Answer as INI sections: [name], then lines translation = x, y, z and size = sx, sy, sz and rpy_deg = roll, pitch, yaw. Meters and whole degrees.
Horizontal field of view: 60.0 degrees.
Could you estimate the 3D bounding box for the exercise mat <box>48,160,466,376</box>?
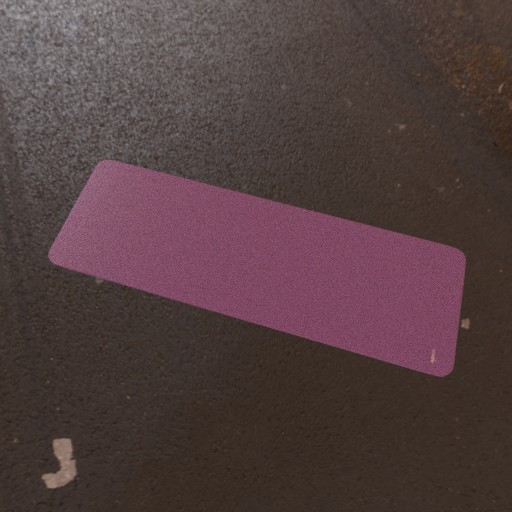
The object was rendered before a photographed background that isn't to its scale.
[exercise mat]
translation = 0.000, 0.000, 2.056
size = 1.869, 0.021, 0.616
rpy_deg = 15, 65, 7
